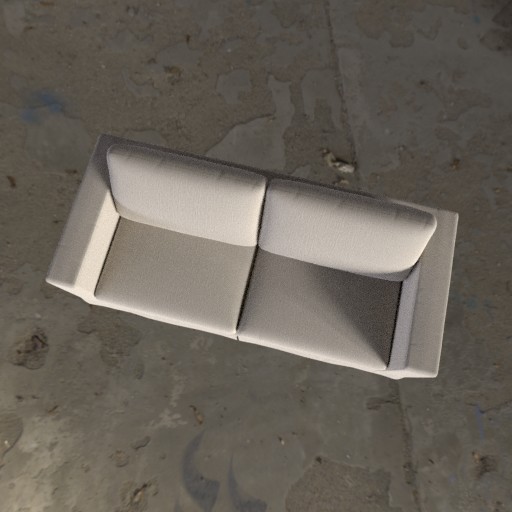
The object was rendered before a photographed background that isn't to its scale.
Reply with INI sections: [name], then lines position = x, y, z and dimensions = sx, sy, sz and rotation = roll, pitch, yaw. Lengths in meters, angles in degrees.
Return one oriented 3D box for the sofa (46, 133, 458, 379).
[sofa]
position = 0.000, 0.000, 2.647
dimensions = 2.163, 0.881, 0.954
rotation = 13, 75, 4
